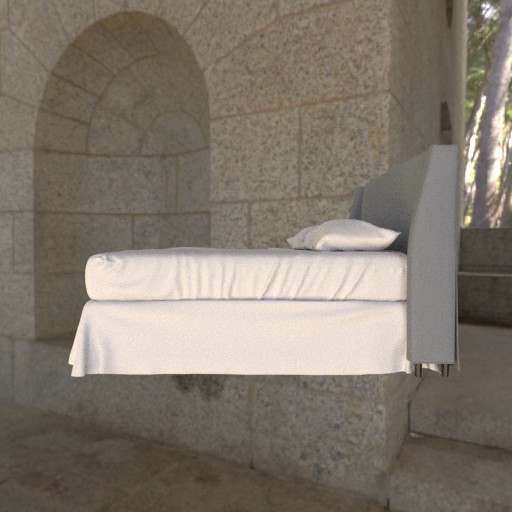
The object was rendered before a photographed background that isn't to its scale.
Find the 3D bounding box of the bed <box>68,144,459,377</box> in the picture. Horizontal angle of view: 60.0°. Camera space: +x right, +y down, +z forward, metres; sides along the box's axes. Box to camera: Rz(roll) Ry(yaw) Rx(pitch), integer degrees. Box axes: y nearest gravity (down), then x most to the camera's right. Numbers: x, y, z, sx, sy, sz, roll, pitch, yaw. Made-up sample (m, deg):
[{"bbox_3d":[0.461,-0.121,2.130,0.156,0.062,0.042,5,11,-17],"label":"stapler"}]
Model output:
[{"bbox_3d":[0.000,0.000,3.408,2.276,1.332,1.925,0,1,0],"label":"bed"}]
